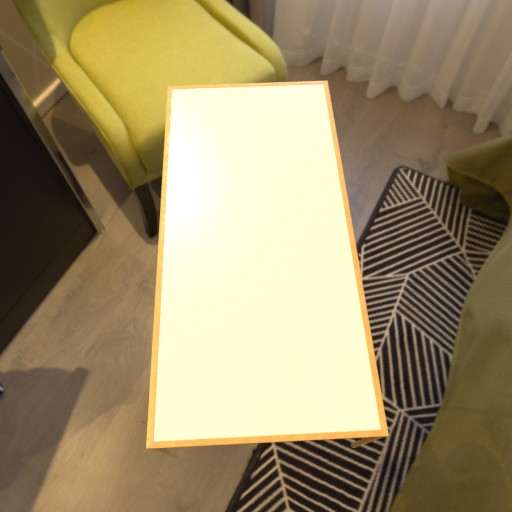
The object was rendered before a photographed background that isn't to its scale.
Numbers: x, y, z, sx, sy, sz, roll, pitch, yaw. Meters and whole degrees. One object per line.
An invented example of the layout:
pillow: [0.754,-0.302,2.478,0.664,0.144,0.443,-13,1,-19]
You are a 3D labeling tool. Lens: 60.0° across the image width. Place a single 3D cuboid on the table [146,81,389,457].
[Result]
table: [0.000,0.000,1.511,0.580,0.398,1.206,-2,63,-1]
